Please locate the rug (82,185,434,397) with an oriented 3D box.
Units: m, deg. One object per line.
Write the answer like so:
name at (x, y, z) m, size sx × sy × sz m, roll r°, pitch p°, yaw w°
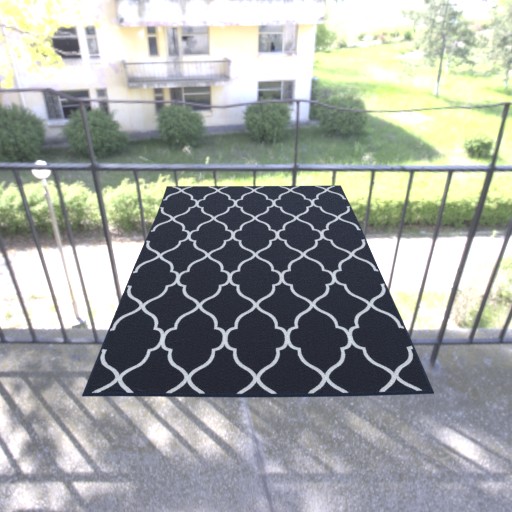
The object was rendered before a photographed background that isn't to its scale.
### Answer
rug at (0.000, 0.000, 2.869) m, size 1.526 × 0.014 × 2.290 m, roll 0°, pitch 32°, yaw -1°
